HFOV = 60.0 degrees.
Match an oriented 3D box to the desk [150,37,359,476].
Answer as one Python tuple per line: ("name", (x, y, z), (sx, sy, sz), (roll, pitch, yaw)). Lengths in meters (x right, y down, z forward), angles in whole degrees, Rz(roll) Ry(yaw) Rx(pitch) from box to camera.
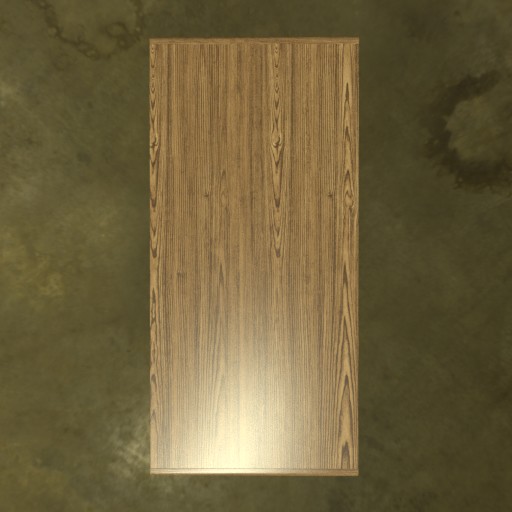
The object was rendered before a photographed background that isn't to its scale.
("desk", (0.000, 0.000, 1.447), (0.508, 0.755, 1.067), (0, 90, 0))
